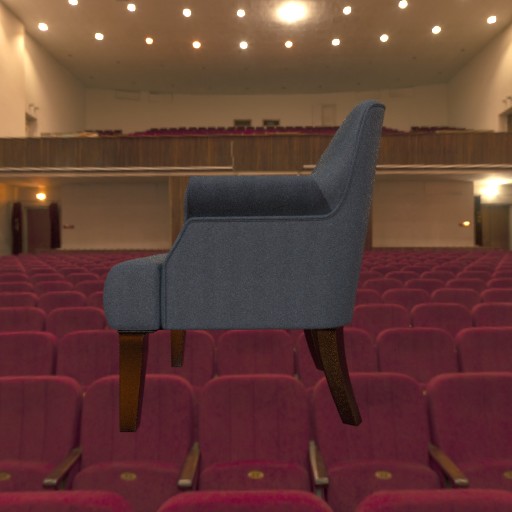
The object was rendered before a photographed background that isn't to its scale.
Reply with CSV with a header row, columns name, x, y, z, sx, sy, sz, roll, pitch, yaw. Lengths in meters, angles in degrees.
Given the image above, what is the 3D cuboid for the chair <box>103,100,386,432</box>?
name,x,y,z,sx,sy,sz,roll,pitch,yaw
chair,0.000,0.000,1.440,0.754,0.878,0.770,0,0,1
